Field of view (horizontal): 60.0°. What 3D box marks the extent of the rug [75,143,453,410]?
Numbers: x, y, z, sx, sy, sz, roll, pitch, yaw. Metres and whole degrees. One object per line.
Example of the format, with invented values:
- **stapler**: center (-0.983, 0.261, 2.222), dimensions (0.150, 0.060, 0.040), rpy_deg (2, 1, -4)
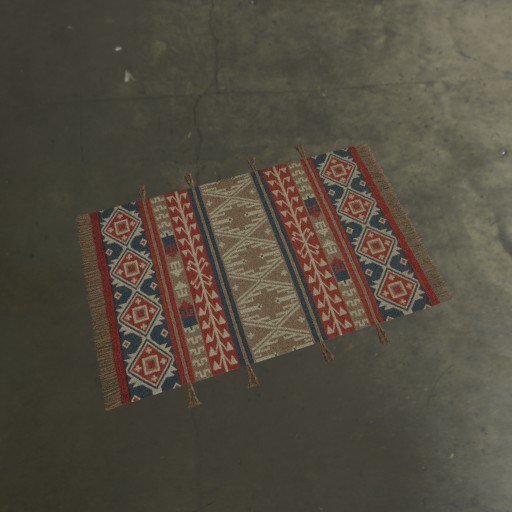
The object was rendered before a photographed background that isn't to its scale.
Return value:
- **rug**: center (0.000, 0.000, 3.234), dimensions (2.450, 0.048, 1.778), rpy_deg (-16, 64, -8)
